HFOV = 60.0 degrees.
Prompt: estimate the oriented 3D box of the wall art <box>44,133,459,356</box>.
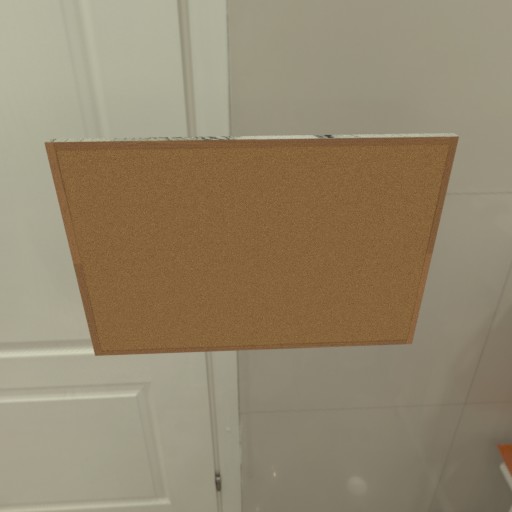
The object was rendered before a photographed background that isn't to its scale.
[{"bbox_3d":[0.000,0.000,1.420,1.141,0.758,0.035,-2,30,-3],"label":"wall art"}]
